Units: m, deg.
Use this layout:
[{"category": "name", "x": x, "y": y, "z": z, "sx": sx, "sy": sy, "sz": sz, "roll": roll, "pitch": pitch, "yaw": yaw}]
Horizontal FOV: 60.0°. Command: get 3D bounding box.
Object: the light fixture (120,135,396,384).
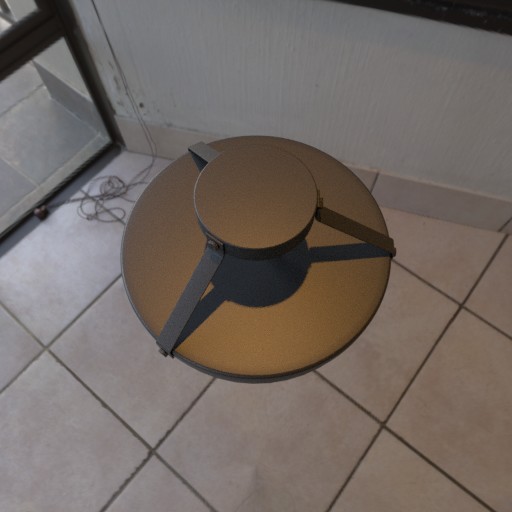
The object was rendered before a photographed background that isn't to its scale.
[{"category": "light fixture", "x": 0.000, "y": 0.000, "z": 0.533, "sx": 0.304, "sy": 0.269, "sz": 0.304, "roll": 0, "pitch": 65, "yaw": 0}]
